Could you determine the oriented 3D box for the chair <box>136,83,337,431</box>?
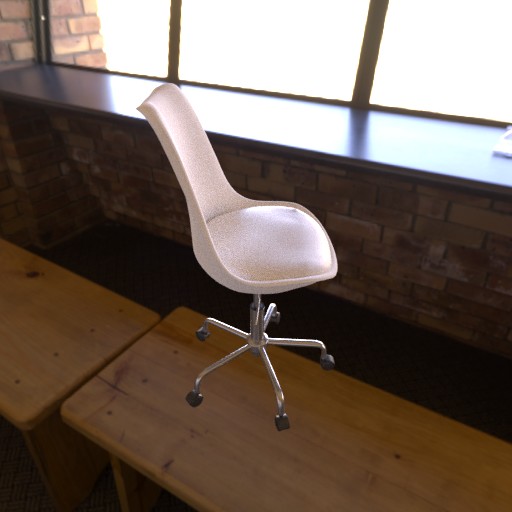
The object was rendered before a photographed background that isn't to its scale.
[{"bbox_3d":[0.000,0.000,1.323,0.550,0.930,0.550,0,32,0],"label":"chair"}]
